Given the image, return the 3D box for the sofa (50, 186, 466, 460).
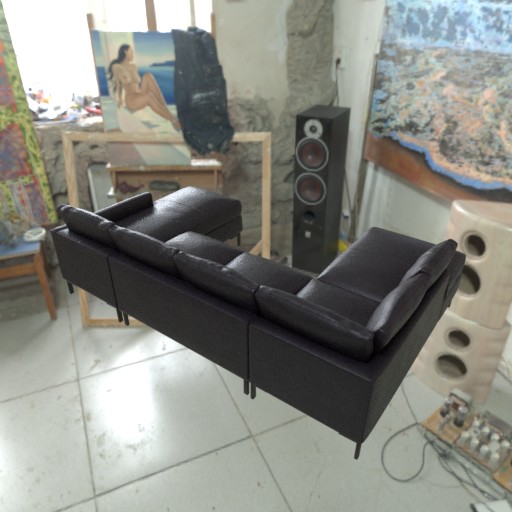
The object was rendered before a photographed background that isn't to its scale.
[{"bbox_3d":[0.000,0.000,3.786,2.956,0.900,1.939,20,36,31],"label":"sofa"}]
